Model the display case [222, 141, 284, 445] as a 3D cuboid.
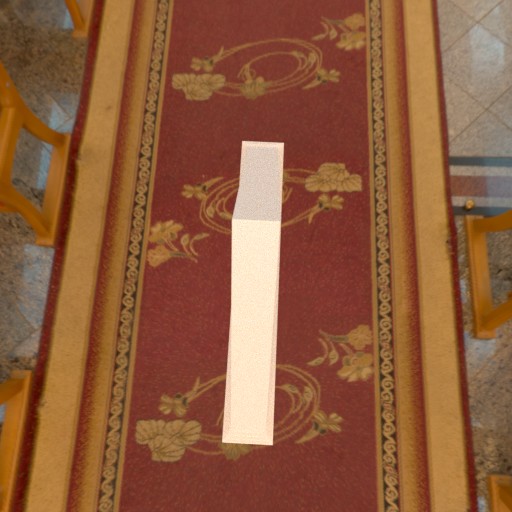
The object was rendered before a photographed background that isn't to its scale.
[{"bbox_3d":[0.000,0.000,0.765,0.095,0.340,0.640,3,74,1],"label":"display case"}]
